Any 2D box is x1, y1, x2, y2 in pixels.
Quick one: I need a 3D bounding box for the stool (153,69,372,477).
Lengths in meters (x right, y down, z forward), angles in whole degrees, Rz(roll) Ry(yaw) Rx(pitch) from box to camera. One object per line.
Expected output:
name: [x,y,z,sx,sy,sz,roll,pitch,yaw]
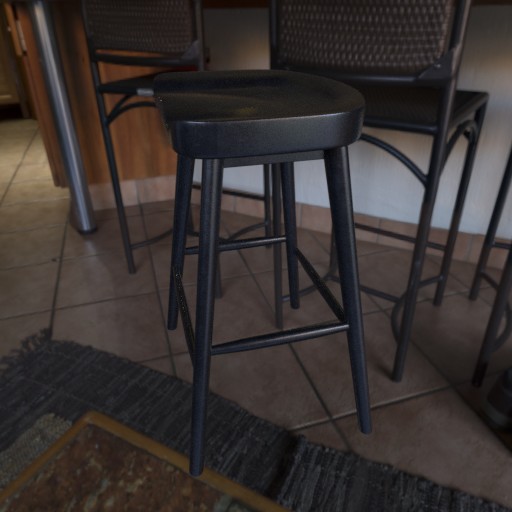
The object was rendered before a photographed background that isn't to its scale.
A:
stool: [0.000,0.000,0.853,0.361,0.615,0.440,-8,31,-13]
